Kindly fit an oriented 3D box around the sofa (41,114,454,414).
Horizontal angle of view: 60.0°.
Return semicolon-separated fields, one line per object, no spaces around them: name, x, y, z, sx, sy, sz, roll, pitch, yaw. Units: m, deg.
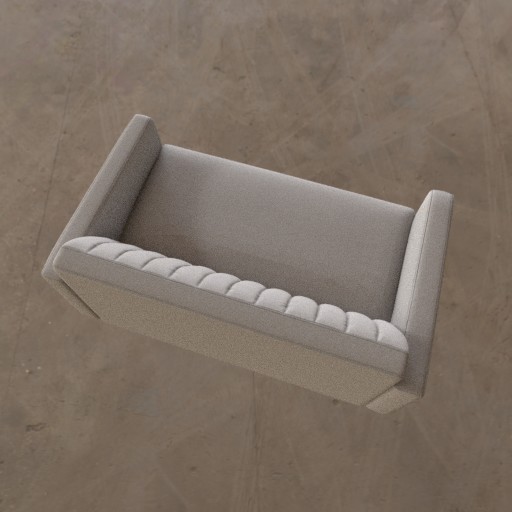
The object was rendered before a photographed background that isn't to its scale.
sofa;0.000;0.000;2.113;1.585;0.801;0.950;16;65;8
